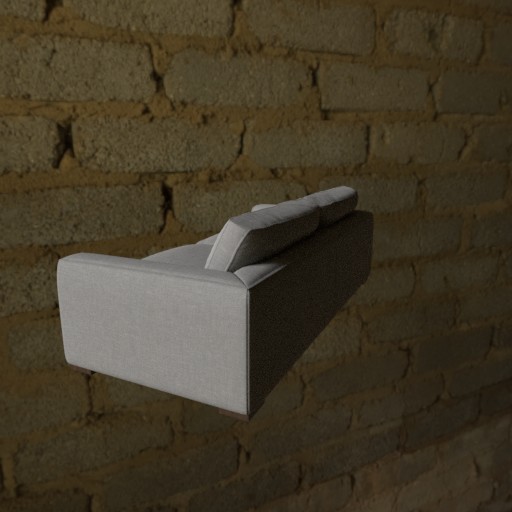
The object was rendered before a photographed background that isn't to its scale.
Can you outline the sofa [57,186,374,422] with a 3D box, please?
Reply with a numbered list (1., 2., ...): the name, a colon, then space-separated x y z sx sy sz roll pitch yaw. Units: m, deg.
1. sofa: 0.000 0.000 2.873 1.070 0.801 2.262 7 15 25
